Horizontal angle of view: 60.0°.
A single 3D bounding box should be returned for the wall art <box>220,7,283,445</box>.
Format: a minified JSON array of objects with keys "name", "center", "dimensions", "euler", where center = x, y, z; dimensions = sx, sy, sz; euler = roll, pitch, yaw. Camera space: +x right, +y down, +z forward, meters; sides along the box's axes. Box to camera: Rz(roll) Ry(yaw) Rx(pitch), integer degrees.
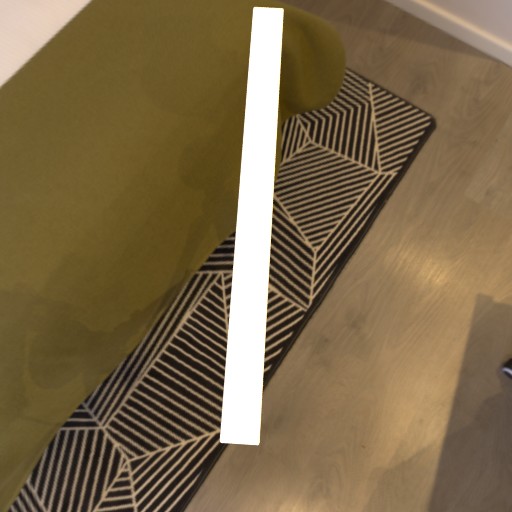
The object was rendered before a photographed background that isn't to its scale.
[{"name":"wall art","center":[0.000,0.000,0.732],"dimensions":[0.038,0.508,0.508],"euler":[3,75,1]}]
